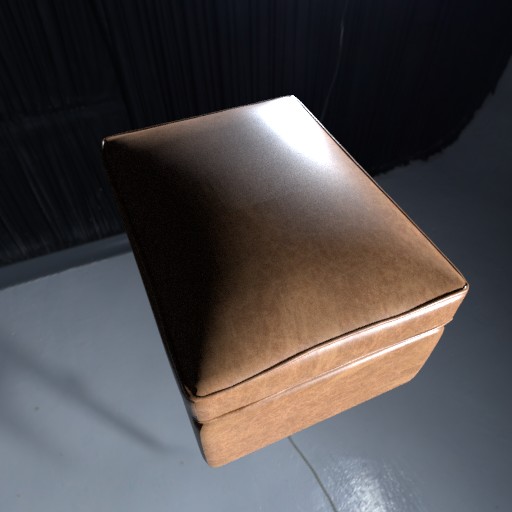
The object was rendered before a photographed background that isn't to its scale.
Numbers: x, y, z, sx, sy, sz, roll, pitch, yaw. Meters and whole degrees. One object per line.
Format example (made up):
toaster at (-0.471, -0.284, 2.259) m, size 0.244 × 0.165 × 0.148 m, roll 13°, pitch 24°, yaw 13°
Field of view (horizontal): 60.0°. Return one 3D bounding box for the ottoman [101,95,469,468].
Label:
ottoman at (0.000, 0.000, 1.087) m, size 0.554 × 0.468 × 0.756 m, roll -18°, pitch 52°, yaw -15°
